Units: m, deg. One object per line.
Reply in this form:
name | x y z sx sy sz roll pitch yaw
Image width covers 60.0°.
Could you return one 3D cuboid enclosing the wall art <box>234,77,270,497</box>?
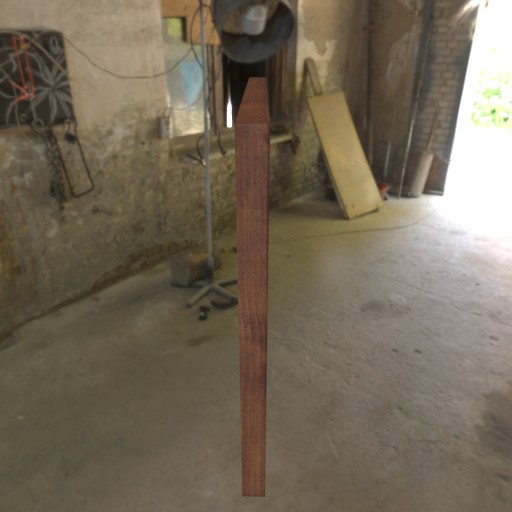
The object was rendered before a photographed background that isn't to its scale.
wall art | 0.000 0.000 0.820 0.037 0.572 0.554 0 26 1
